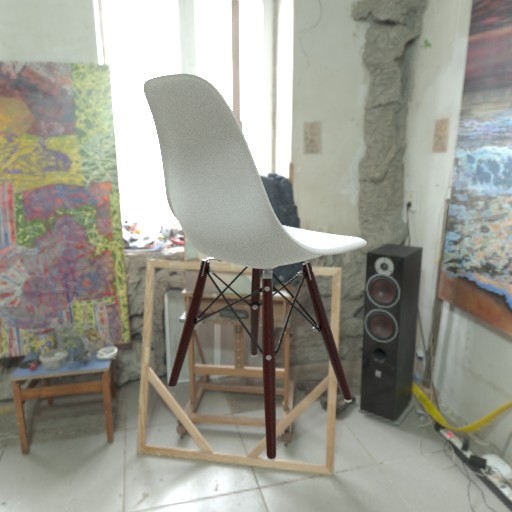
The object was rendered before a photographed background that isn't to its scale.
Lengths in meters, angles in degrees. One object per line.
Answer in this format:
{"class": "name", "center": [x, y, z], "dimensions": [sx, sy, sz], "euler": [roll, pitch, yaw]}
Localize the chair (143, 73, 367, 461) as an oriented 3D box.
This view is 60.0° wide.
{"class": "chair", "center": [0.000, 0.000, 1.155], "dimensions": [0.533, 0.826, 0.470], "euler": [-13, 19, -43]}
